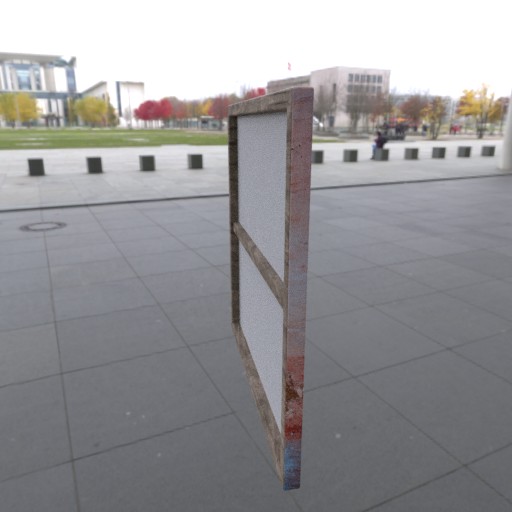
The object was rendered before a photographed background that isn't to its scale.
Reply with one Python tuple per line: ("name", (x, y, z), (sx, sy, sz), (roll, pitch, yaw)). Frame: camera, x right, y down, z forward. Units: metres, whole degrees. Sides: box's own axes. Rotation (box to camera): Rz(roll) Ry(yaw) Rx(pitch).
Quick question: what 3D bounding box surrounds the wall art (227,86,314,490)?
("wall art", (0.000, 0.000, 1.119), (0.035, 0.747, 0.747), (-3, 17, -10))
